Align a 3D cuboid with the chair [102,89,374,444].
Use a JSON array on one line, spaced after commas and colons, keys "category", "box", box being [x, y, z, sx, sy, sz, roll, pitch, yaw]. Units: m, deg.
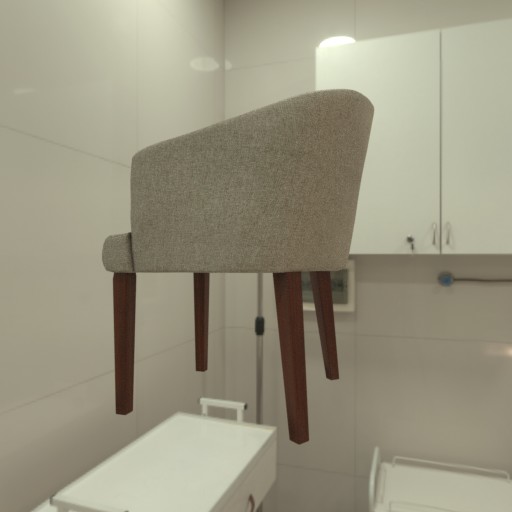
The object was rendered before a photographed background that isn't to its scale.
[{"category": "chair", "box": [0.000, 0.000, 1.267, 0.655, 0.811, 0.583, 0, 0, 18]}]
